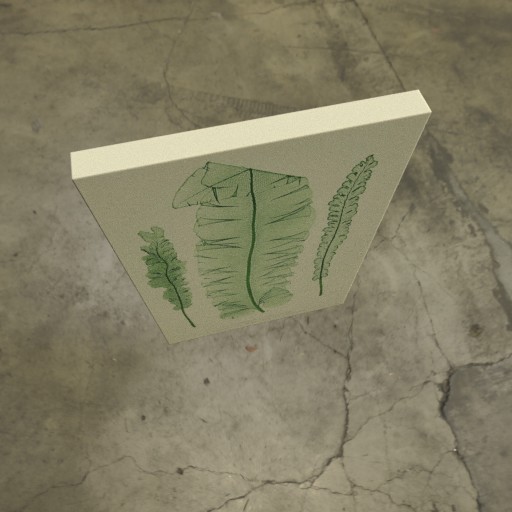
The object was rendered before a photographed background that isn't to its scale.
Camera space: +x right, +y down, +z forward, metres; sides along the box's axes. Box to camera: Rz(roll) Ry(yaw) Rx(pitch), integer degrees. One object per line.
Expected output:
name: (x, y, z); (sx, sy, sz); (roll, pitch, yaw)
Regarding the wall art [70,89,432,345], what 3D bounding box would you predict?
wall art: (0.000, 0.000, 0.778); (0.418, 0.608, 0.038); (-12, 63, -6)
